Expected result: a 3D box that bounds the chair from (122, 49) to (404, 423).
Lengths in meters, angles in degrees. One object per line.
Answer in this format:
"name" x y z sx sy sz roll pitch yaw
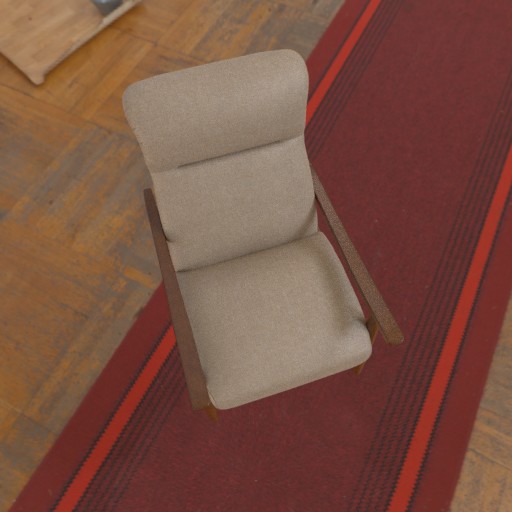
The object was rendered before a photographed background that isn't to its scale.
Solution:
"chair" 0.000 0.000 1.781 0.762 1.082 1.030 -16 64 -8
